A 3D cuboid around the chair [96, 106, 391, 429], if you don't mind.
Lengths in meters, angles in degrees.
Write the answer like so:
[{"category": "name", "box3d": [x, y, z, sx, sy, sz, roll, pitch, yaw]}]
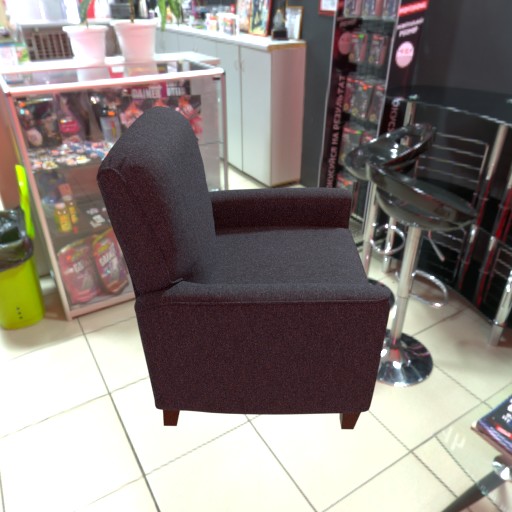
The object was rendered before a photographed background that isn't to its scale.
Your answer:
[{"category": "chair", "box3d": [0.000, 0.000, 1.667, 0.850, 1.016, 0.839, 1, 32, 1]}]
